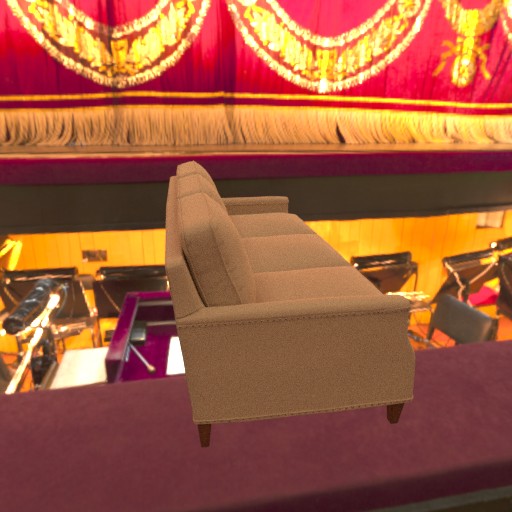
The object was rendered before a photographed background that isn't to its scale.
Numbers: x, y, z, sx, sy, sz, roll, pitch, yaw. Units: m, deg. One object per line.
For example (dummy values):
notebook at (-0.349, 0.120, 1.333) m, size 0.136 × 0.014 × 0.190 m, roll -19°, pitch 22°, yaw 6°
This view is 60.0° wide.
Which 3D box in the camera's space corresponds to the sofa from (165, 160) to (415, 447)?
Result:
sofa at (0.000, 0.000, 2.842) m, size 1.084 × 1.003 × 2.246 m, roll -3°, pitch 19°, yaw -9°
